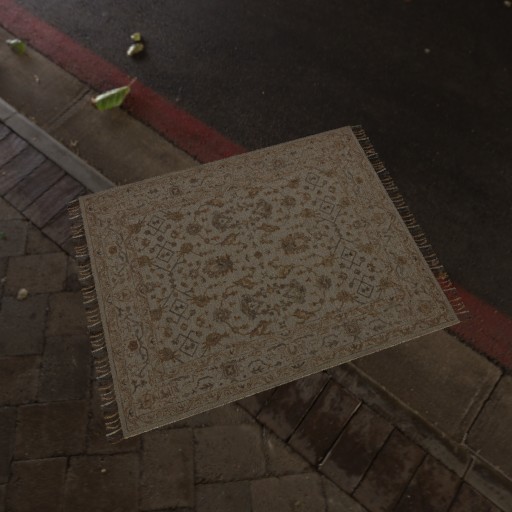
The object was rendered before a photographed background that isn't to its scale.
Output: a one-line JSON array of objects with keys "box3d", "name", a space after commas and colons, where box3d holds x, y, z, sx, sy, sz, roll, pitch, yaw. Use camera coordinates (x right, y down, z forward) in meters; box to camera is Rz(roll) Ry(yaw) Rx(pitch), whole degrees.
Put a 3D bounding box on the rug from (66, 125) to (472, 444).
[{"box3d": [0.000, 0.000, 2.230, 1.726, 0.009, 1.278, -17, 65, -8], "name": "rug"}]
